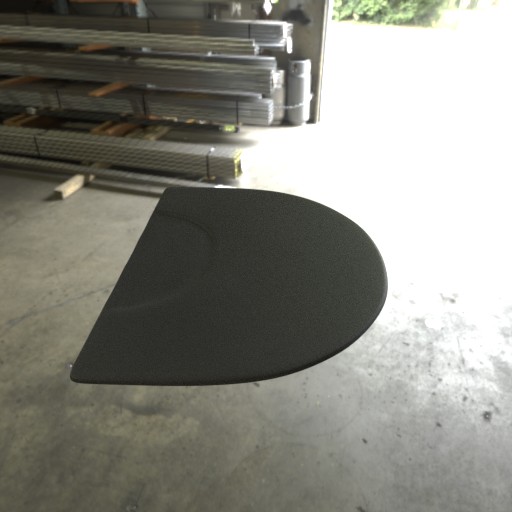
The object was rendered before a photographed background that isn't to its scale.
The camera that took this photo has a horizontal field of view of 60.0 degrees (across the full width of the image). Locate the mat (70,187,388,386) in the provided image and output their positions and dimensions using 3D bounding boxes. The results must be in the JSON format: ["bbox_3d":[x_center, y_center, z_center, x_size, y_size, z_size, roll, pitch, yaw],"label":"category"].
[{"bbox_3d":[0.000,0.000,1.610,0.917,0.016,1.220,1,32,2],"label":"mat"}]
